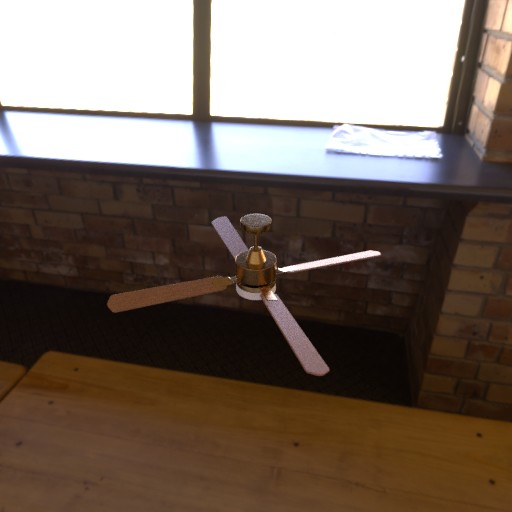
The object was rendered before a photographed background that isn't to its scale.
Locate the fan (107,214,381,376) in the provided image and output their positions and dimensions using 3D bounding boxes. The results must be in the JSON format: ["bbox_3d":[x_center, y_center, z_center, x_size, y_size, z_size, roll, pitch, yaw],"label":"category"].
[{"bbox_3d":[0.000,0.000,1.993,1.320,0.355,1.320,-10,32,-17],"label":"fan"}]
